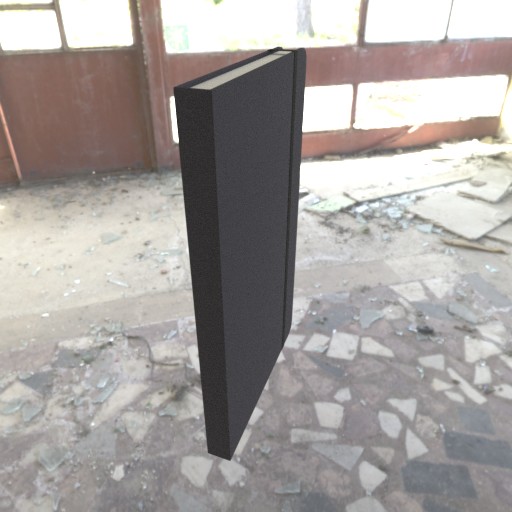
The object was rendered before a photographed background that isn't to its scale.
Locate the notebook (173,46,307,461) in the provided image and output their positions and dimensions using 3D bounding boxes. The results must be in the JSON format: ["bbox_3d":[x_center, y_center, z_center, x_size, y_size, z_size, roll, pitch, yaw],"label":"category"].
[{"bbox_3d":[0.000,0.000,0.261,0.016,0.213,0.127,11,34,17],"label":"notebook"}]
